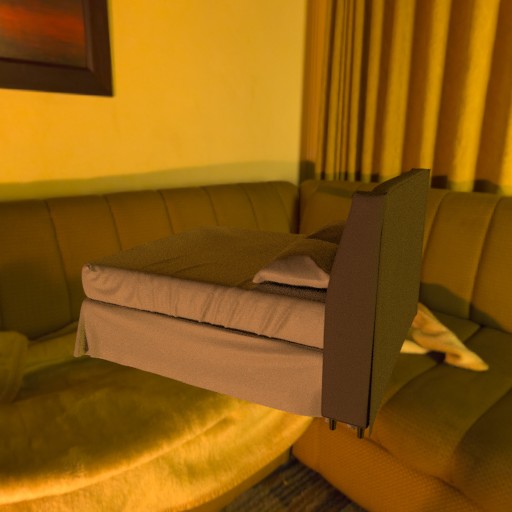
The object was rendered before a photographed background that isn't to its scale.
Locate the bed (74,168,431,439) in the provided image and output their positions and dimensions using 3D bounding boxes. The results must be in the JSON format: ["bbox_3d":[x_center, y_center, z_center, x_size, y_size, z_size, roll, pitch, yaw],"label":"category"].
[{"bbox_3d":[0.000,0.000,3.455,2.276,1.332,1.925,7,17,26],"label":"bed"}]
